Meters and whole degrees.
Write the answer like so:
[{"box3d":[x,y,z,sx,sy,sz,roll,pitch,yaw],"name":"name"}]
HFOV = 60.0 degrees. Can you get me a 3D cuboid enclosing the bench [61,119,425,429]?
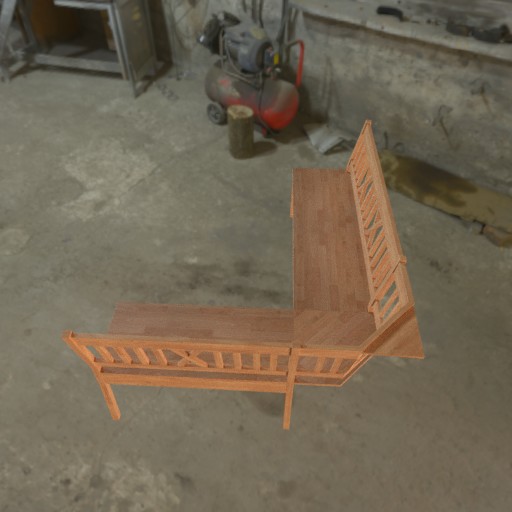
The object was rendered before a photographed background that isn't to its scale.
[{"box3d":[0.000,0.000,2.834,1.537,0.902,1.937,2,45,2],"name":"bench"}]
